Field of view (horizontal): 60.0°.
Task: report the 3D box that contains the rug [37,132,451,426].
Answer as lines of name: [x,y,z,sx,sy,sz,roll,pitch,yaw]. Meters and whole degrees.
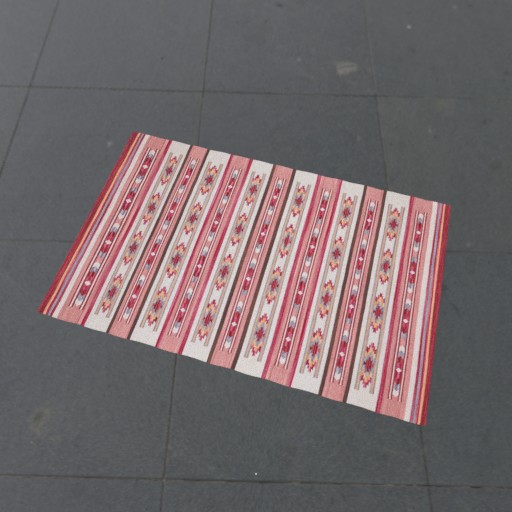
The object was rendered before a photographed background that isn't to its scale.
rug: [0.000,0.000,2.968,2.431,0.010,1.535,15,65,7]
